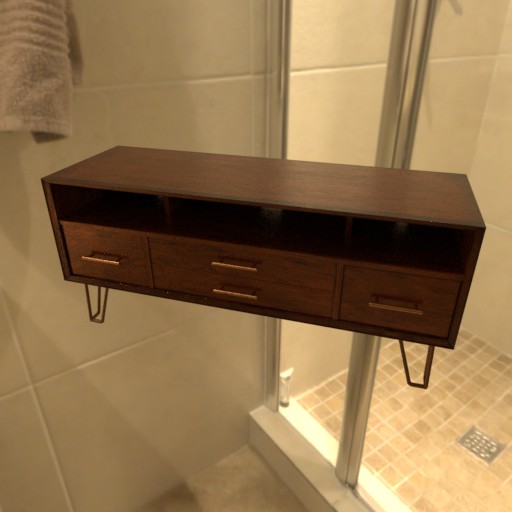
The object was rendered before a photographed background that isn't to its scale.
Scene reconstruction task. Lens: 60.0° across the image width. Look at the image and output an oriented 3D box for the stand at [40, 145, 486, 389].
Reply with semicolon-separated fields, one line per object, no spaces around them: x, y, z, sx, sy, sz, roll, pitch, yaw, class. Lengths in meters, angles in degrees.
0.000;0.000;1.647;1.372;0.610;0.481;8;29;15;stand
